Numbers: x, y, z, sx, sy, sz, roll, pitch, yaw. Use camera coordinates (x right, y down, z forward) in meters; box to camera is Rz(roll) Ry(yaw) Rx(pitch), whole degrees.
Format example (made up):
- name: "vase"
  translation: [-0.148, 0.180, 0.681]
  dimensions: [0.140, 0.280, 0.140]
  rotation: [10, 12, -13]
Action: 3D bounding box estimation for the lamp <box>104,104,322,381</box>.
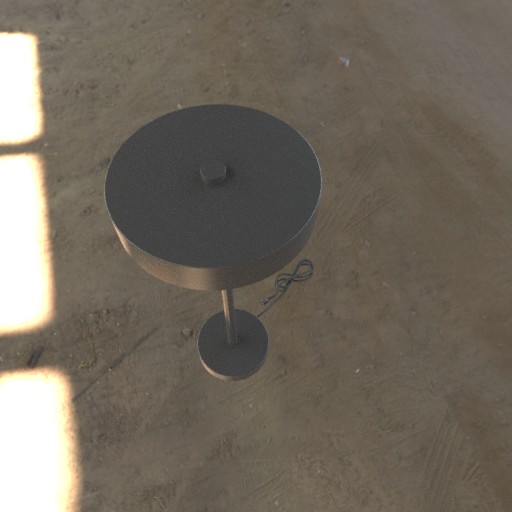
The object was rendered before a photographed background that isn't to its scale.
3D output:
- name: "lamp"
  translation: [0.000, 0.000, 0.705]
  dimensions: [0.229, 0.508, 0.369]
  rotation: [35, 64, 20]
